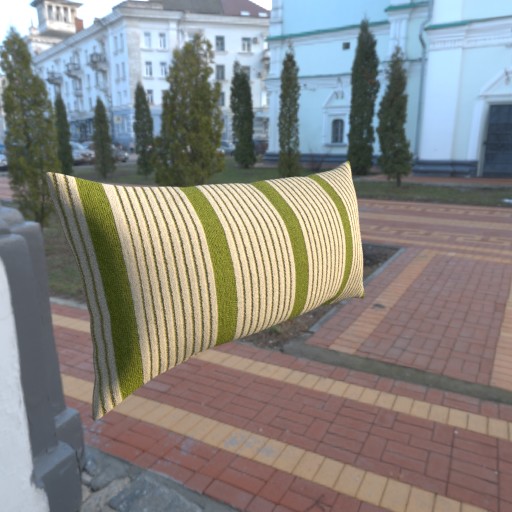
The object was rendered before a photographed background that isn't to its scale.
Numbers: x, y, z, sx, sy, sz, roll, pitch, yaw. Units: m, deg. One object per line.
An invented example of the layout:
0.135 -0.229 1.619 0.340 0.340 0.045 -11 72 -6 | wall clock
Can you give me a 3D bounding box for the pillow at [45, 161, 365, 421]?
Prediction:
0.000 0.000 0.721 0.156 0.292 0.608 14 20 43 | pillow
